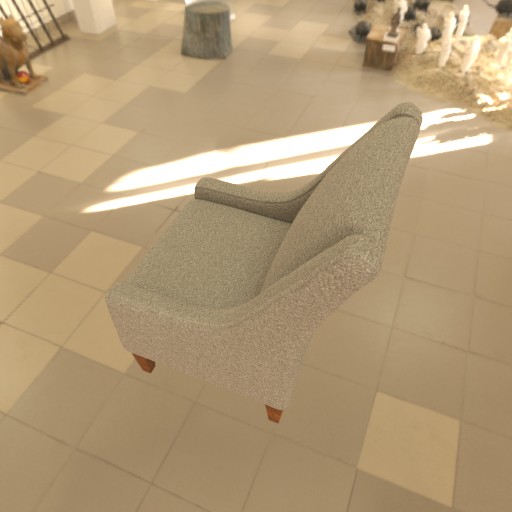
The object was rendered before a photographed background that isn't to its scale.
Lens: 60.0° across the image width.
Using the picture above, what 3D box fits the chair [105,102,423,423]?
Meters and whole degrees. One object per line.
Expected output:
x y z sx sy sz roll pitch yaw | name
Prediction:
0.000 0.000 1.638 0.870 1.016 0.774 16 48 15 | chair
